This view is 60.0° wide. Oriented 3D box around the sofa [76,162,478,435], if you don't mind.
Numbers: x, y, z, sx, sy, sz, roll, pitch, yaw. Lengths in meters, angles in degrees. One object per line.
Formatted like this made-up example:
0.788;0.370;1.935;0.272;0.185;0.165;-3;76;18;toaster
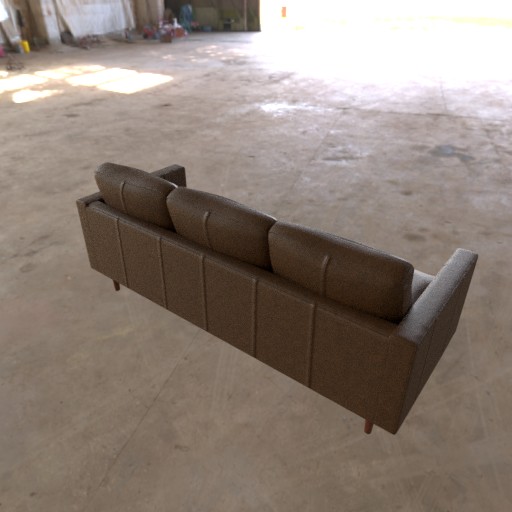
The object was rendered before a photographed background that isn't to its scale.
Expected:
0.000;0.000;2.667;2.231;0.930;0.903;22;37;32;sofa
